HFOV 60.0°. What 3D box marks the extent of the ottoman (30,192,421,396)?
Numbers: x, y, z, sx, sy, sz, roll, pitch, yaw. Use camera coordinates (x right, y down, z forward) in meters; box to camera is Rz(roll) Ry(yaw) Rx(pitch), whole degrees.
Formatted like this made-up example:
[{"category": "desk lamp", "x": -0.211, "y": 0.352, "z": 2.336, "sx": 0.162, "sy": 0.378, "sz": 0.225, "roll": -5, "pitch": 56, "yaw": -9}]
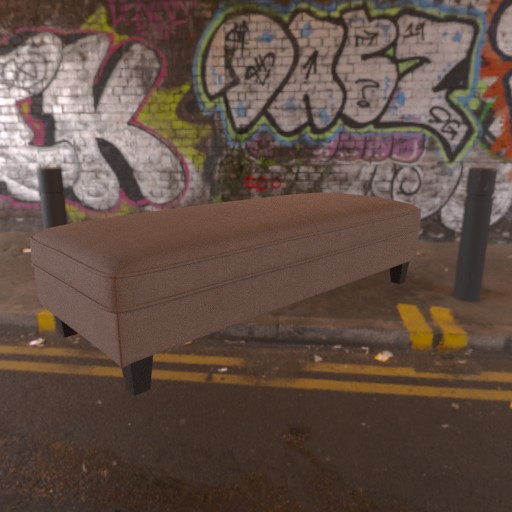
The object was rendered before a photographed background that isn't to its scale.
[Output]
[{"category": "ottoman", "x": 0.000, "y": 0.000, "z": 2.054, "sx": 1.764, "sy": 0.470, "sz": 0.751, "roll": -13, "pitch": 20, "yaw": -41}]
